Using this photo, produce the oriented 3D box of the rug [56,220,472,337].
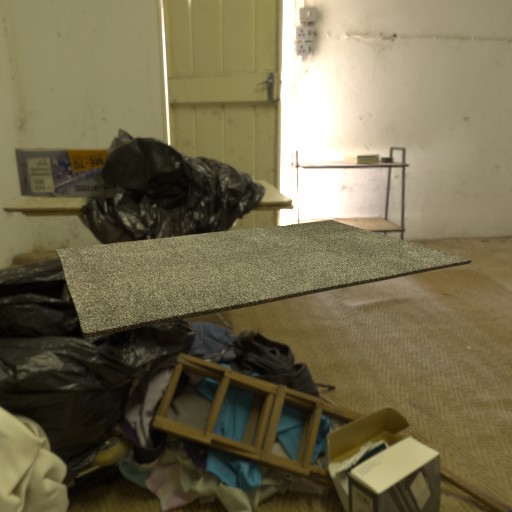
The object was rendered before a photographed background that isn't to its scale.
[{"bbox_3d":[0.000,0.000,2.952,2.352,0.025,1.501,-8,18,-26],"label":"rug"}]
